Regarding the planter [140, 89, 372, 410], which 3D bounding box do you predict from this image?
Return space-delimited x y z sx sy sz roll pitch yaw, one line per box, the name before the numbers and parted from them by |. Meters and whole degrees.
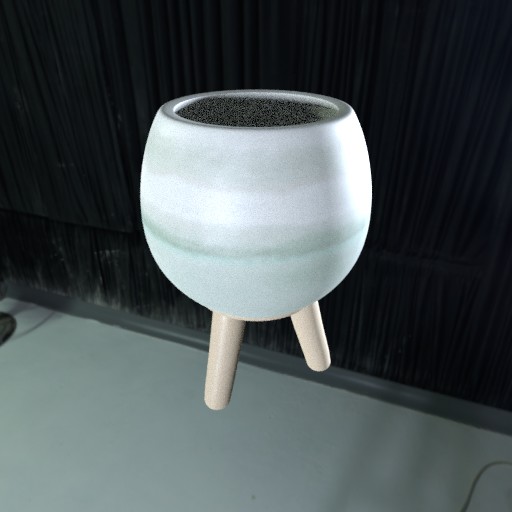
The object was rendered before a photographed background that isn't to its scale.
planter | 0.000 0.000 0.342 0.161 0.224 0.161 0 30 0
